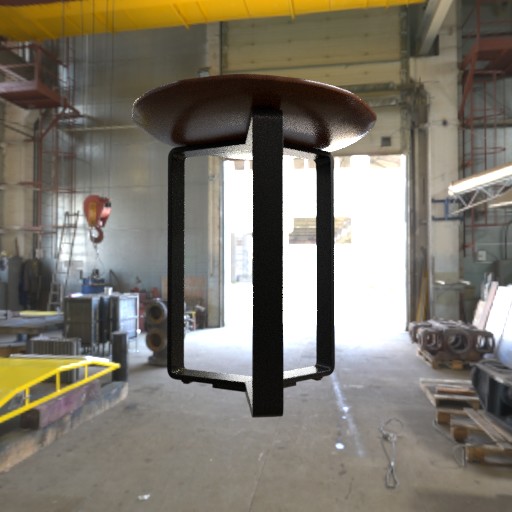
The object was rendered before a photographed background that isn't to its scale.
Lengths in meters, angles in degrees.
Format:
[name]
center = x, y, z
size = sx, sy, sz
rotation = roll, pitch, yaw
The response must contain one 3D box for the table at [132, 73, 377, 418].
[table]
center = 0.000, 0.000, 0.748
size = 0.410, 0.450, 0.380
rotation = 1, -1, -36
